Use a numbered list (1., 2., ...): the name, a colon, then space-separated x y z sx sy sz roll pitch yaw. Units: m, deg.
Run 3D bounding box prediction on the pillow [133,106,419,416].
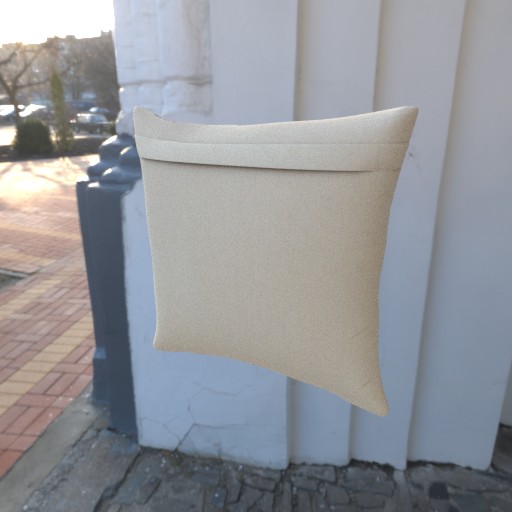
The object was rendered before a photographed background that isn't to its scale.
1. pillow: 0.000 0.000 0.631 0.405 0.406 0.173 9 20 26
